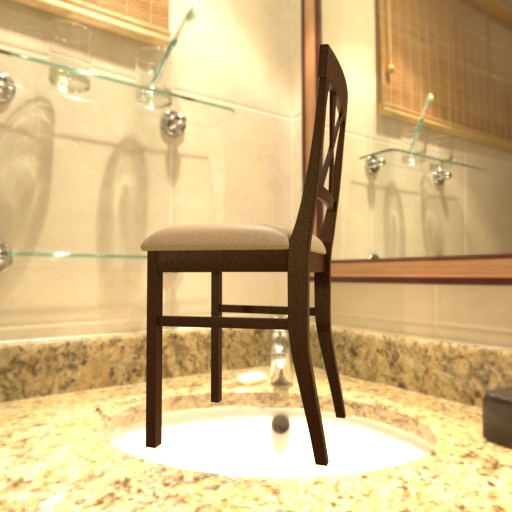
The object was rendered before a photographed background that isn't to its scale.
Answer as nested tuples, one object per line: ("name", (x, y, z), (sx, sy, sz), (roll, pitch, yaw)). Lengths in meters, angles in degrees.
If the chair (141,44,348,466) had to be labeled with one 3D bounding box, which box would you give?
("chair", (0.000, 0.000, 1.191), (0.480, 0.913, 0.440), (-1, -2, 18))
